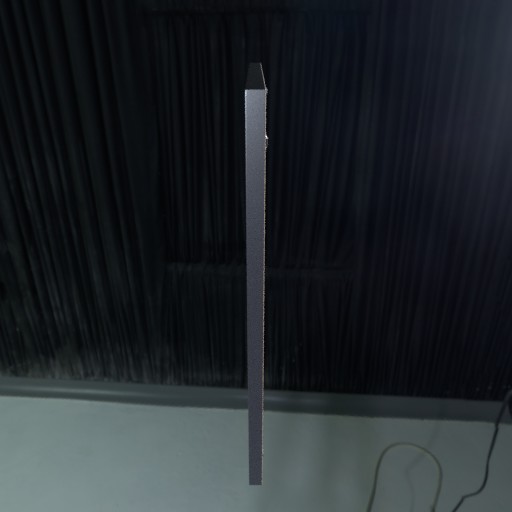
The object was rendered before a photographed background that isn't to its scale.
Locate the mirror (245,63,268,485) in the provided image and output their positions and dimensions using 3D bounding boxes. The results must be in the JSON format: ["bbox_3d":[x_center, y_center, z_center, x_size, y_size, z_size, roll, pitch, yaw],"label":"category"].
[{"bbox_3d":[0.000,0.000,1.321,0.040,1.016,0.762,0,27,0],"label":"mirror"}]
